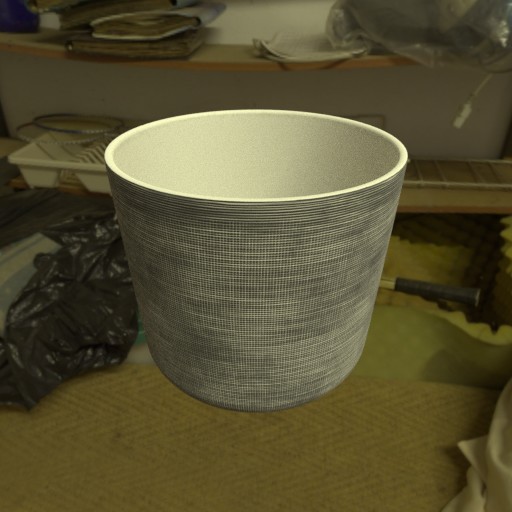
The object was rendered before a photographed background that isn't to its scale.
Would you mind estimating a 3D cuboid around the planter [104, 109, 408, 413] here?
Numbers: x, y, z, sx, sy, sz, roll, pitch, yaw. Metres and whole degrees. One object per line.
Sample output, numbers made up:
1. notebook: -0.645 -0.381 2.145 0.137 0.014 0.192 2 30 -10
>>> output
1. planter: 0.000 0.000 0.769 0.440 0.398 0.440 0 31 0
